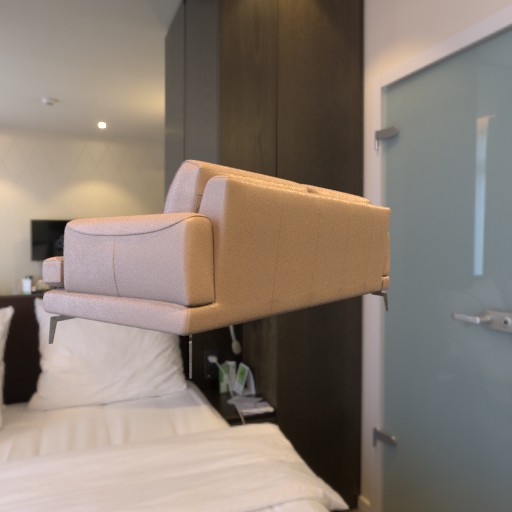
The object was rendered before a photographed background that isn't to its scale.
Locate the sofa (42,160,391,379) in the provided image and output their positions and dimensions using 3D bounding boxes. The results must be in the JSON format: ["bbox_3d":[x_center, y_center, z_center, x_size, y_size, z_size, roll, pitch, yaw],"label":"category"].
[{"bbox_3d":[0.000,0.000,2.460,0.974,0.765,1.940,1,2,36],"label":"sofa"}]
